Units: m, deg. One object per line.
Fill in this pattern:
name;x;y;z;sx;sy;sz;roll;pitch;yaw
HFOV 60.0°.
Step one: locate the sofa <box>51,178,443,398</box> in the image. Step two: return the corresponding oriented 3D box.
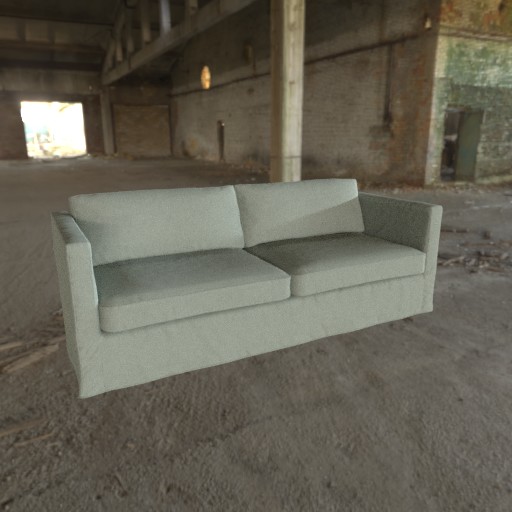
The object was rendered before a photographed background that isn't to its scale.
sofa;0.000;0.000;2.818;2.312;0.853;0.962;-8;17;-26
